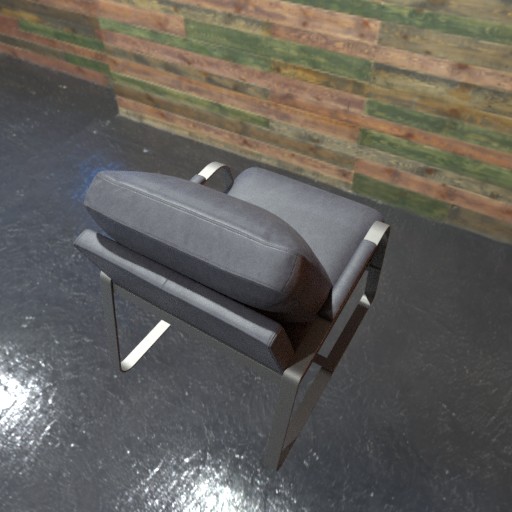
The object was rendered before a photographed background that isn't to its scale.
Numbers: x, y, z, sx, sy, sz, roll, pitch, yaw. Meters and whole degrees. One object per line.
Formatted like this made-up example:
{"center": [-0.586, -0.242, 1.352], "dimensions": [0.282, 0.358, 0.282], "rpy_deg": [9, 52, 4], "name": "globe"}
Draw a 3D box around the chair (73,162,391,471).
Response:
{"center": [0.000, 0.000, 1.473], "dimensions": [0.692, 0.839, 0.878], "rpy_deg": [24, 51, 22], "name": "chair"}
